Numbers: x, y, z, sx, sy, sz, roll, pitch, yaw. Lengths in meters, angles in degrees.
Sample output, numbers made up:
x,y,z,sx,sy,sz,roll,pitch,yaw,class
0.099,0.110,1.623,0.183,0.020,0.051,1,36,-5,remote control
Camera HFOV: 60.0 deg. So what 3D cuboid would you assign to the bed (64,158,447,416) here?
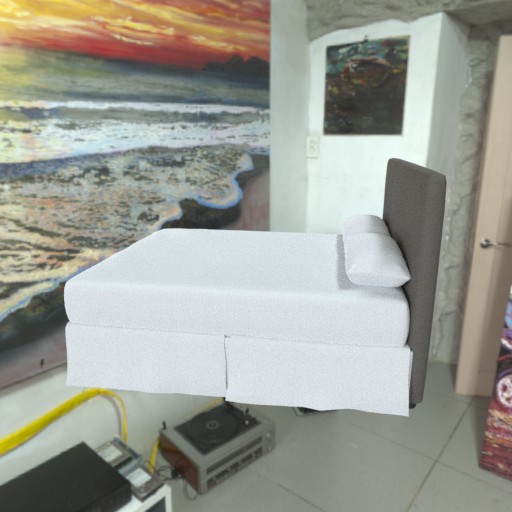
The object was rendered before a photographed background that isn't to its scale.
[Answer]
x,y,z,sx,sy,sz,roll,pitch,yaw,class
0.000,0.000,3.181,2.142,1.330,1.723,3,15,9,bed
